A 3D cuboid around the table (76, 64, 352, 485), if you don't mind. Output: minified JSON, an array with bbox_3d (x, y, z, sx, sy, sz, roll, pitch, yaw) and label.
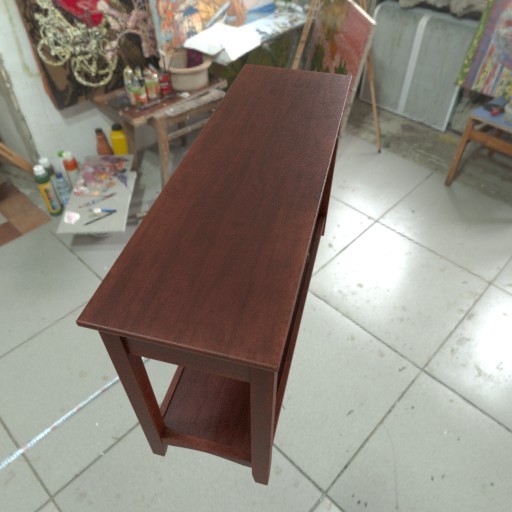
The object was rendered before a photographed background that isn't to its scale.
[{"bbox_3d":[0.000,0.000,1.461,0.392,0.739,1.188,11,47,10],"label":"table"}]
